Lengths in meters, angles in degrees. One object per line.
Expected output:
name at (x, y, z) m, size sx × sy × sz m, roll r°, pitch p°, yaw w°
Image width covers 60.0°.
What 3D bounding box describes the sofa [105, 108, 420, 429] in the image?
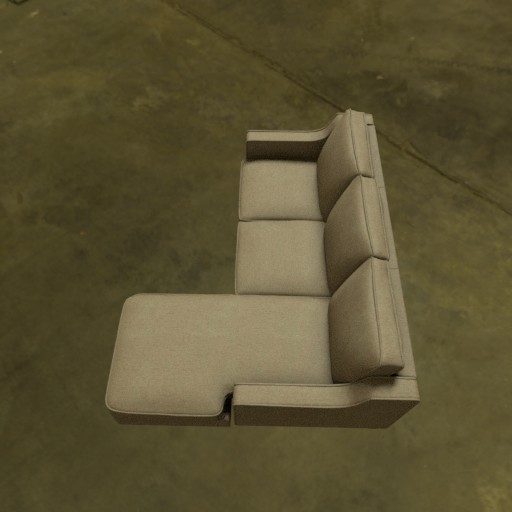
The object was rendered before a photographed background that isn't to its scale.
sofa at (0.000, 0.000, 3.282) m, size 1.858 × 1.081 × 2.317 m, roll 1°, pitch 58°, yaw 1°
